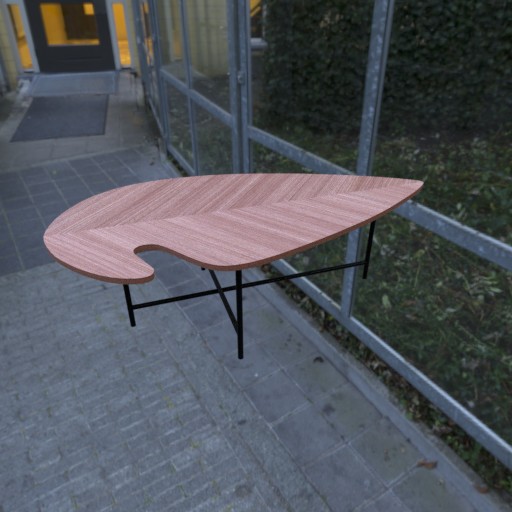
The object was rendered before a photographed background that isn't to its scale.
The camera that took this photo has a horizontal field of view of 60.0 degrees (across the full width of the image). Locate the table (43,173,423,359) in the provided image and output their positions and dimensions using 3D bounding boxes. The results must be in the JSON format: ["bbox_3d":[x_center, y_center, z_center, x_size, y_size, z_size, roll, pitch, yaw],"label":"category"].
[{"bbox_3d":[0.000,0.000,1.443,1.199,0.360,0.598,-10,33,-16],"label":"table"}]
